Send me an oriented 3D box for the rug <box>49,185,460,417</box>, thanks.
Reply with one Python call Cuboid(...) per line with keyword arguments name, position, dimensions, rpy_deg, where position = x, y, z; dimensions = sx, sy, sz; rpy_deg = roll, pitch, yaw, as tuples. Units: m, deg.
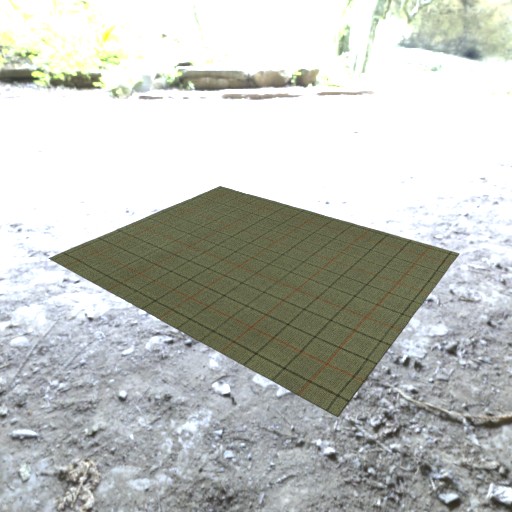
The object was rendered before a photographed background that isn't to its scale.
Cuboid(name="rug", position=(0.000, 0.000, 4.202), dimensions=(3.048, 0.012, 2.444), rpy_deg=(20, 35, 32))
